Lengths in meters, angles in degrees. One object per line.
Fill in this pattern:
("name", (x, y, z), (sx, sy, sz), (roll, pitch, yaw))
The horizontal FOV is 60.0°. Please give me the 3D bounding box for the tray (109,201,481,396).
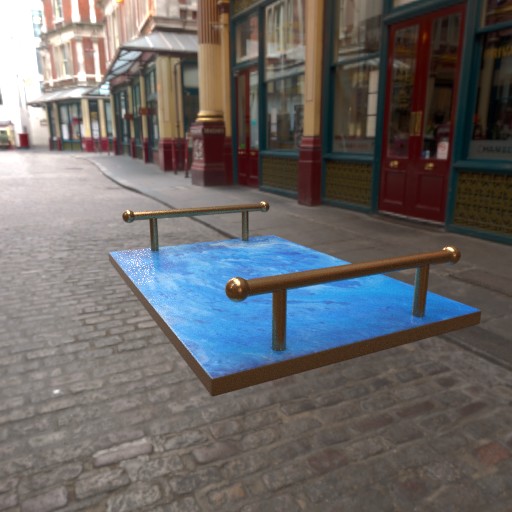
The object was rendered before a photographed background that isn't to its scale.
("tray", (0.000, 0.000, 0.581), (0.304, 0.084, 0.444), (-7, 16, -26))
